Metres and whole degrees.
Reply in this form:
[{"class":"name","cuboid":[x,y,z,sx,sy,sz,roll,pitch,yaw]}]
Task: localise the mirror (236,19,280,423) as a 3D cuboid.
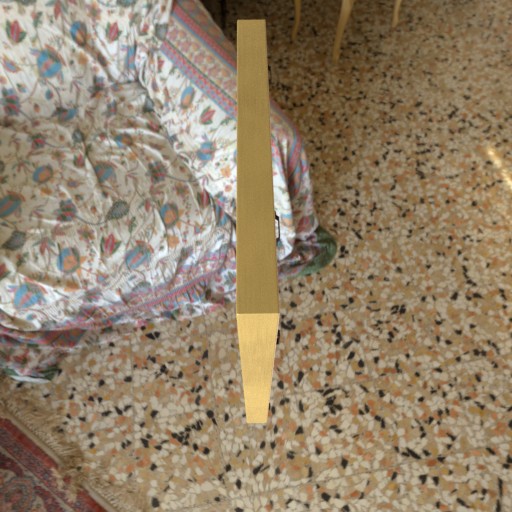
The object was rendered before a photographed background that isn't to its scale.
[{"class":"mirror","cuboid":[0.000,0.000,0.685,0.041,0.508,0.405,-1,60,-1]}]
